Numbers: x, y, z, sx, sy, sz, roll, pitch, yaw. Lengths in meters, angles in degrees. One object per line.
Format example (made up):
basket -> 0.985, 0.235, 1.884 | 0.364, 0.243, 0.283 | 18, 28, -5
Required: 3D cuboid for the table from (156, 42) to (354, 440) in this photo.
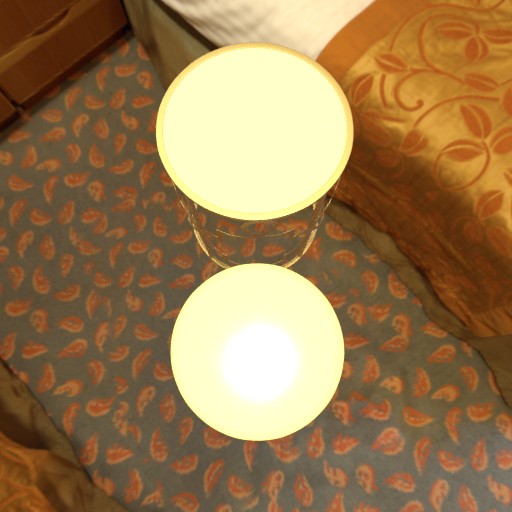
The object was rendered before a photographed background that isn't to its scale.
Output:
table -> 0.000, 0.000, 1.164 | 0.420, 0.564, 0.846 | -1, 76, 0
